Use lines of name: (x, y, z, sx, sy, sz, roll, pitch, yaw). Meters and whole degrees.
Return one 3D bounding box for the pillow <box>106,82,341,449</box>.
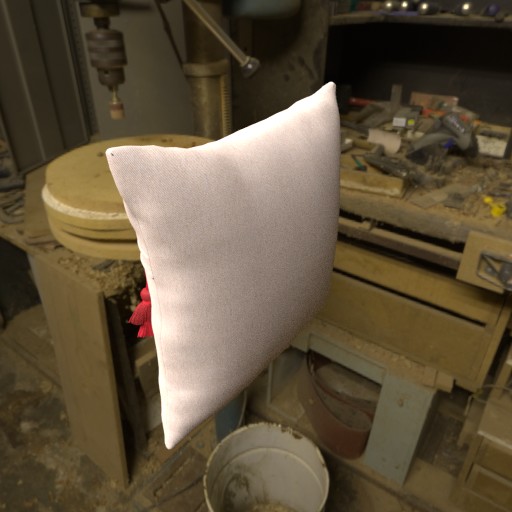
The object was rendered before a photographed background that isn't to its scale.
pillow: (0.000, 0.000, 0.670, 0.173, 0.436, 0.433, 22, 38, 31)
